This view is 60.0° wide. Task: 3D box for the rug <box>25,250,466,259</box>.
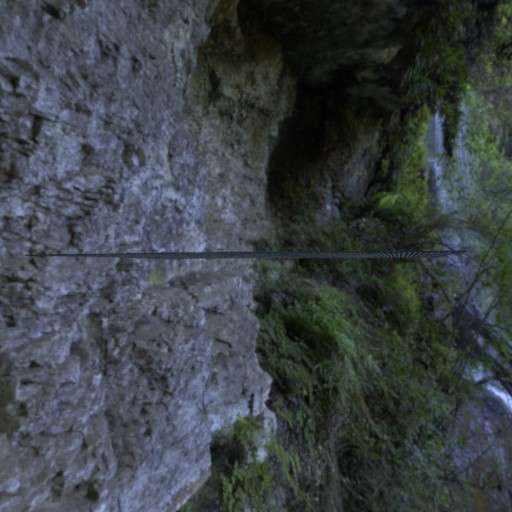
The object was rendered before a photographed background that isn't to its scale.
[{"bbox_3d":[0.000,0.000,2.171,1.740,0.010,1.135,0,-1,18],"label":"rug"}]
